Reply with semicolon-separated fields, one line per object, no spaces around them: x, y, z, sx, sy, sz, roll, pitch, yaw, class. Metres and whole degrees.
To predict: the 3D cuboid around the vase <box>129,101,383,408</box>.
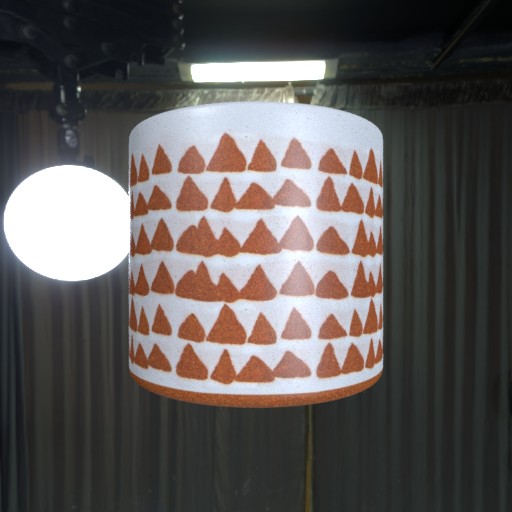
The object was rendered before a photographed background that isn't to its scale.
0.000;0.000;0.248;0.137;0.127;0.137;0;0;0;vase
